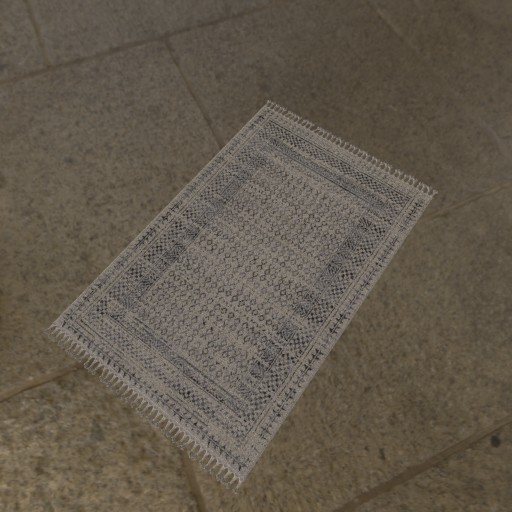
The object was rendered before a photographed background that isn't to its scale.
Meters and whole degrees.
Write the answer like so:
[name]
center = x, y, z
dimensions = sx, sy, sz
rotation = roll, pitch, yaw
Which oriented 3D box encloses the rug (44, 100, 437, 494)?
[rug]
center = 0.000, 0.000, 3.042
dimensions = 1.548, 0.013, 2.486
rotation = 33, 68, 15
